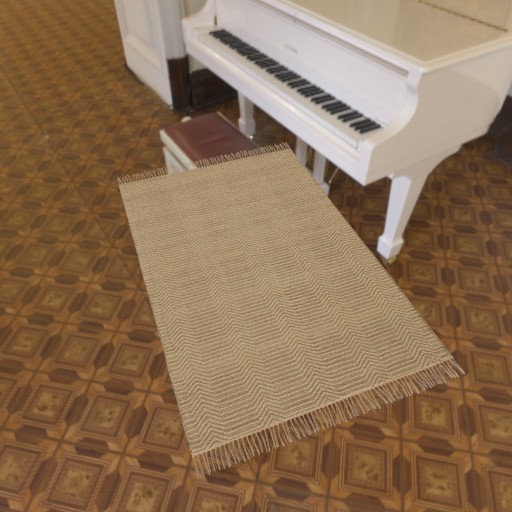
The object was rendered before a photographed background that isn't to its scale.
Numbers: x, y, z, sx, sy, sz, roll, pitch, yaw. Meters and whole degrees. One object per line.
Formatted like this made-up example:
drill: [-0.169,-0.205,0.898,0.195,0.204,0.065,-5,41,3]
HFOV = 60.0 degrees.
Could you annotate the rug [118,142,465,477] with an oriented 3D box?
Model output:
rug: [0.000,0.000,3.058,1.528,0.034,2.523,-15,48,-14]
